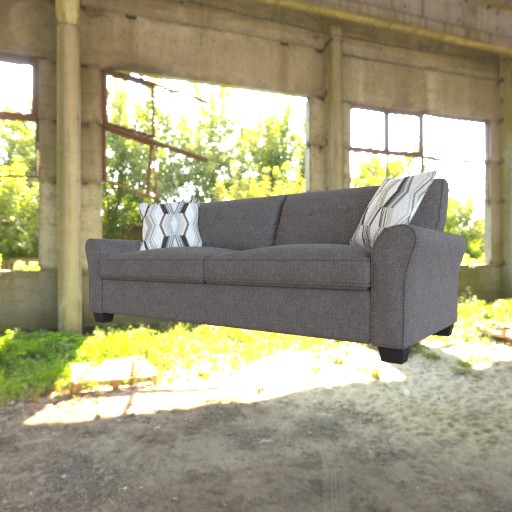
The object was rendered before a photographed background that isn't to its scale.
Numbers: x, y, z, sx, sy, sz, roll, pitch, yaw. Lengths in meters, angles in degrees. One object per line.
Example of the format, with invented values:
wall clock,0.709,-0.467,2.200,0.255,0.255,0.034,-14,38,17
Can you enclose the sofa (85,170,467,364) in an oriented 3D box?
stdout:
sofa,0.000,0.000,2.509,2.032,0.813,0.889,0,0,36
